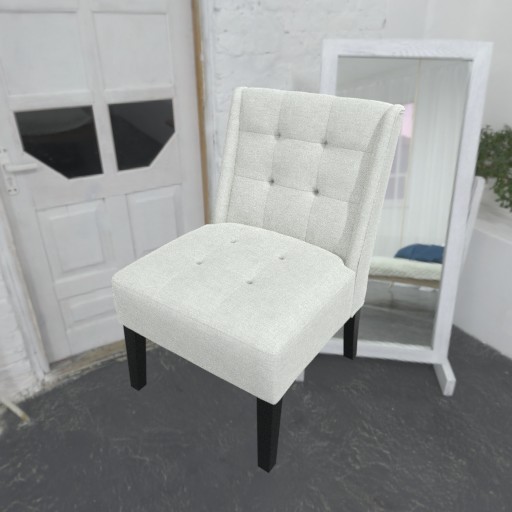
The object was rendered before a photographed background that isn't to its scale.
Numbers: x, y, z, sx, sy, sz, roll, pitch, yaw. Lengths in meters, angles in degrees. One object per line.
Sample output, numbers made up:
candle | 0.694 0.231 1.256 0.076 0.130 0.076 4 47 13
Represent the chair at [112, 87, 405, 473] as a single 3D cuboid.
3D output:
chair | 0.000 0.000 1.331 0.569 0.853 0.676 19 35 30
